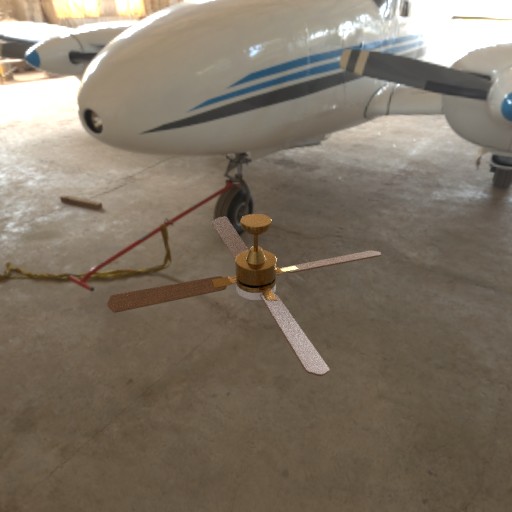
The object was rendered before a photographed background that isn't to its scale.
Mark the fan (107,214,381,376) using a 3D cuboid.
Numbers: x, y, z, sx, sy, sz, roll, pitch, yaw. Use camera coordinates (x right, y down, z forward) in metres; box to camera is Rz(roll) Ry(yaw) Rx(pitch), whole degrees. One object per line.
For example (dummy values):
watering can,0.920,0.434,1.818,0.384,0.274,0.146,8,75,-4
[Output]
fan,0.000,0.000,1.993,1.320,0.355,1.320,-10,32,-17
